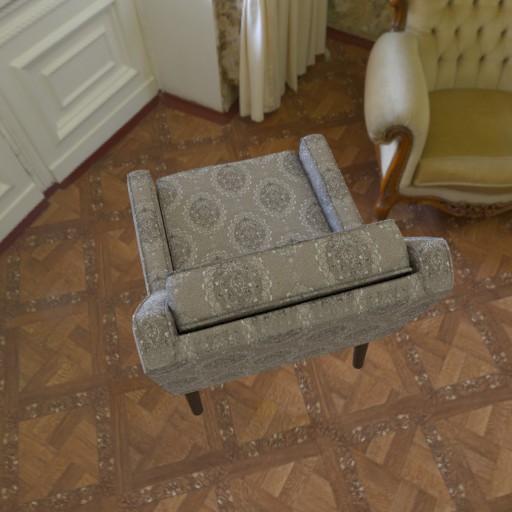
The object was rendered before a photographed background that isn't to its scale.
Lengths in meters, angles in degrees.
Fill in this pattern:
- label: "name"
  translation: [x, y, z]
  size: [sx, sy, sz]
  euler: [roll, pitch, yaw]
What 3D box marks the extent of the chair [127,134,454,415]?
- label: "chair"
  translation: [0.000, 0.000, 1.328]
  size: [0.665, 0.797, 0.750]
  euler: [-14, 60, -8]
